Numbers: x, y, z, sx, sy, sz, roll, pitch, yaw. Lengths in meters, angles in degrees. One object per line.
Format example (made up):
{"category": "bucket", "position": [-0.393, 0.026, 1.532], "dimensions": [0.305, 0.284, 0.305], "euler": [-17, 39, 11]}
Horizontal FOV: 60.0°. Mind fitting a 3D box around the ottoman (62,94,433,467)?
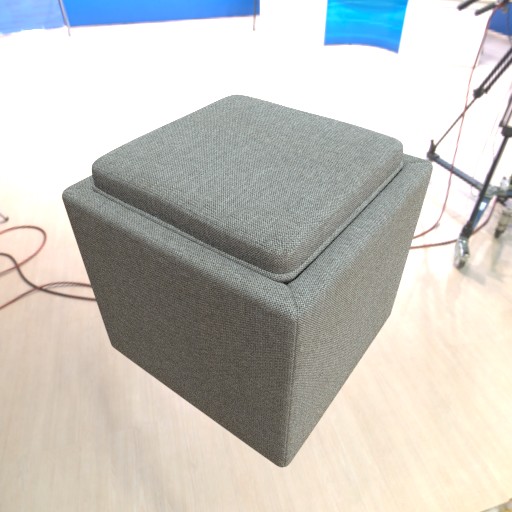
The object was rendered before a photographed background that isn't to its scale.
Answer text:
{"category": "ottoman", "position": [0.000, 0.000, 0.841], "dimensions": [0.450, 0.460, 0.450], "euler": [26, 47, 27]}
